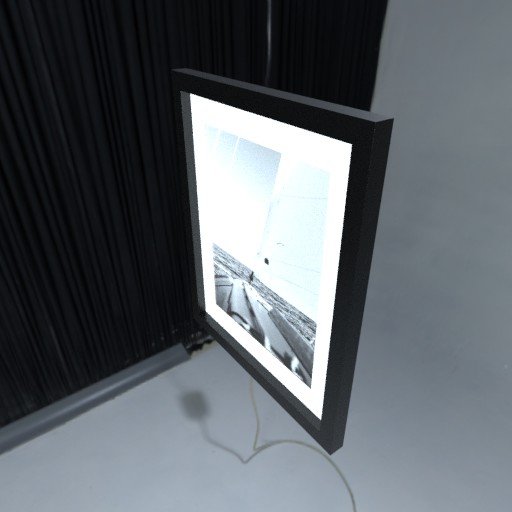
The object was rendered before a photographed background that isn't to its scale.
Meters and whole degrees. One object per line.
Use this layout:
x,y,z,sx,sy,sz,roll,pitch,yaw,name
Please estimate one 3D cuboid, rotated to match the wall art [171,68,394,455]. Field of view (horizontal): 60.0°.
0.000,0.000,0.776,0.031,0.558,0.461,-21,37,-31,wall art
